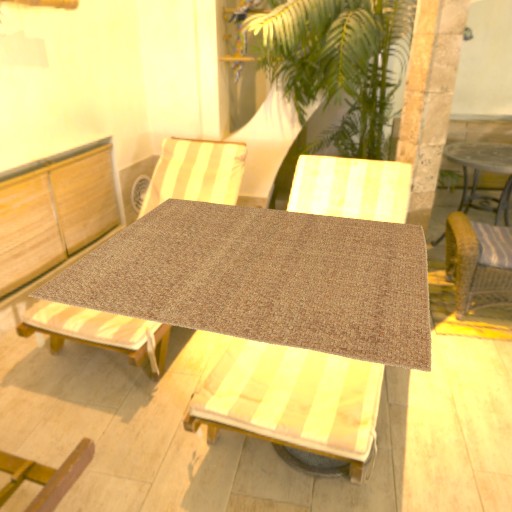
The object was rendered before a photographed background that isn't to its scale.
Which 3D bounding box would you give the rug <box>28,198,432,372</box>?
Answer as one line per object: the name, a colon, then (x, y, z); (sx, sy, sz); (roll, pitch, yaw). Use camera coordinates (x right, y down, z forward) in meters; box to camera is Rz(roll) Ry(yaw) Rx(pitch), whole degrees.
rug: (0.000, 0.000, 4.132); (3.048, 0.013, 2.439); (8, 28, 15)
